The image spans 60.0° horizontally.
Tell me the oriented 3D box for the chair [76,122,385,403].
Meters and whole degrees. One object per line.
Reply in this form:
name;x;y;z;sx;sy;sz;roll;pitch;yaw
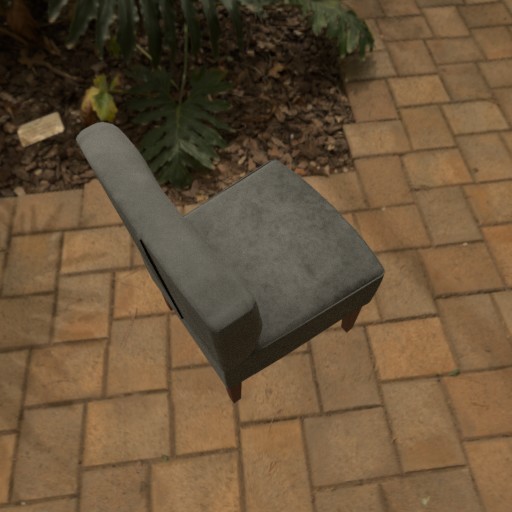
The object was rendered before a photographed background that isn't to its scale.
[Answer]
chair;0.000;0.000;1.197;0.554;0.806;0.521;-32;65;-17
